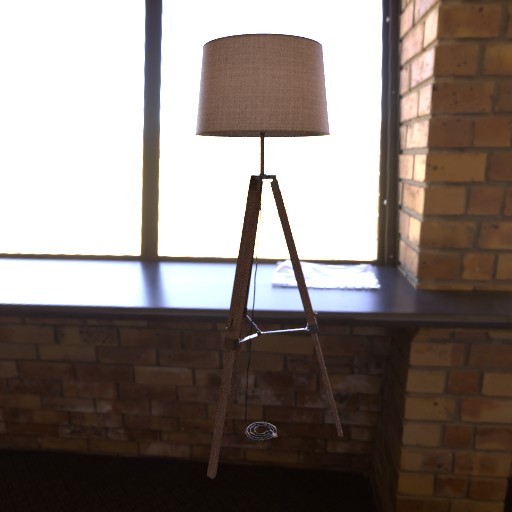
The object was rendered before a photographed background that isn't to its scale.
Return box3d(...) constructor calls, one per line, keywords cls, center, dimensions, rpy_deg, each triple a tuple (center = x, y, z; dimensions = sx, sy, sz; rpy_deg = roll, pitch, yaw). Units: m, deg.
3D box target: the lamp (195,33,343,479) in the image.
box3d(cls="lamp", center=(0.000, 0.000, 1.765), dimensions=(0.604, 1.510, 0.587), rpy_deg=(-6, 14, -26))
